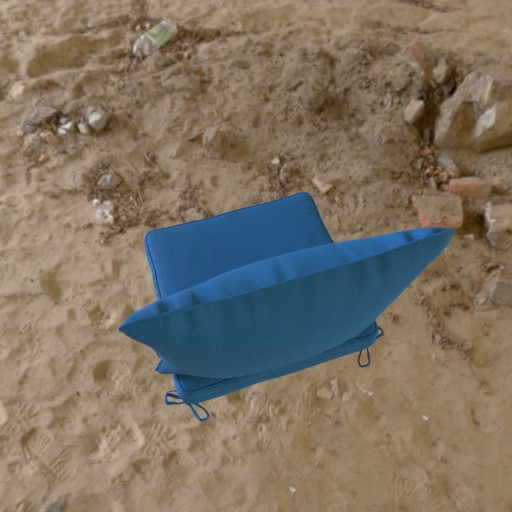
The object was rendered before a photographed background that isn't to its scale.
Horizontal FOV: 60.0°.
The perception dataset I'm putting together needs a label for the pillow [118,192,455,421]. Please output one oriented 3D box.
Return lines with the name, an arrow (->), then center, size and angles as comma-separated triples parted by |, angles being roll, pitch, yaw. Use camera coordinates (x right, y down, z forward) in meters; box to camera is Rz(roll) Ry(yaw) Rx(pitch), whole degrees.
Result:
pillow -> 0.000, 0.000, 1.377 | 0.798, 0.725, 0.733 | -15, 60, -9
